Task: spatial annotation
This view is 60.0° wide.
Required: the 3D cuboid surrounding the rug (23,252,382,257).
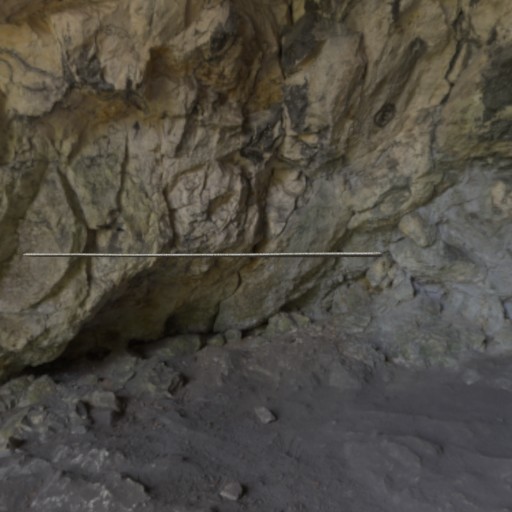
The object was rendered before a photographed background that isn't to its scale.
[{"bbox_3d":[0.000,0.000,2.930,1.606,0.017,2.270,0,0,16],"label":"rug"}]
